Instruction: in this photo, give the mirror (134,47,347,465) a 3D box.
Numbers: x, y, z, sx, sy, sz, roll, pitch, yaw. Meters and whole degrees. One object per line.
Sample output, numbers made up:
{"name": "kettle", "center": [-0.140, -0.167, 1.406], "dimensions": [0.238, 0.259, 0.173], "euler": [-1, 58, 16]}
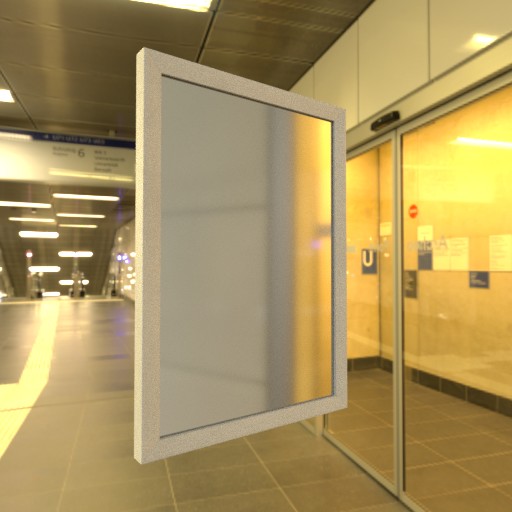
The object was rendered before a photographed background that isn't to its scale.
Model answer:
{"name": "mirror", "center": [0.000, 0.000, 0.919], "dimensions": [0.507, 0.710, 0.040], "euler": [1, -2, -36]}
